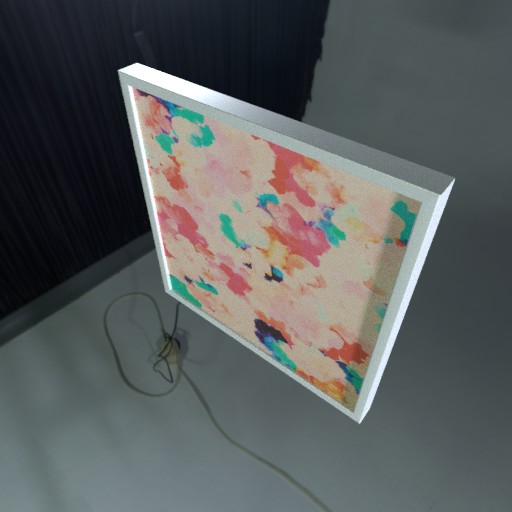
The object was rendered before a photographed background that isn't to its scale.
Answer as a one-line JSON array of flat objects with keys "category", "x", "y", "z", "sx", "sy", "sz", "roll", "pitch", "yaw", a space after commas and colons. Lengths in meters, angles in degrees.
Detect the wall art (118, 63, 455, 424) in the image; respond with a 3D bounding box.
[{"category": "wall art", "x": 0.000, "y": 0.000, "z": 0.744, "sx": 0.506, "sy": 0.505, "sz": 0.038, "roll": 29, "pitch": 51, "yaw": 27}]
